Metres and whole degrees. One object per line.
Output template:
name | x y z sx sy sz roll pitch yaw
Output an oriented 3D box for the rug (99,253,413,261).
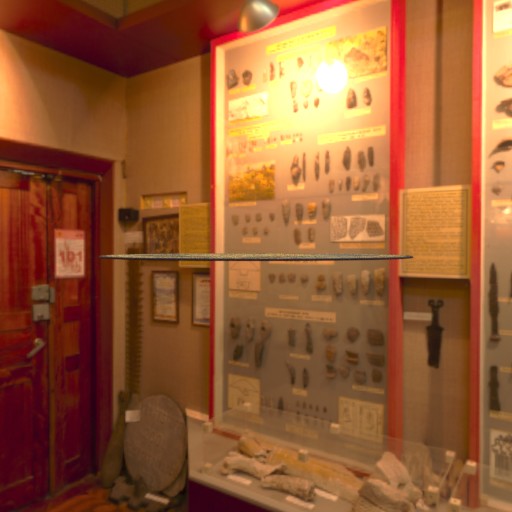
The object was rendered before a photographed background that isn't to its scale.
rug | 0.000 0.000 2.377 1.591 0.010 1.591 0 1 0
